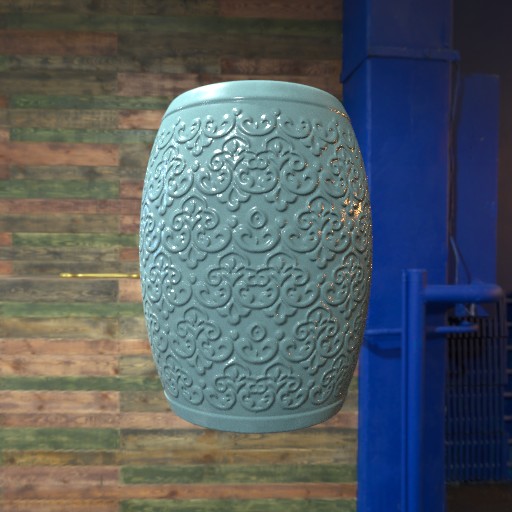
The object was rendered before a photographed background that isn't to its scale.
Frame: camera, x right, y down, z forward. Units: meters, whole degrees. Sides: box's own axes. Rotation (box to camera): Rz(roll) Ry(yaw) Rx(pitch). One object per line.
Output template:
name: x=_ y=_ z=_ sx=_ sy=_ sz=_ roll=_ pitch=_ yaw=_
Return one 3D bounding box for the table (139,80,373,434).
table: x=0.000 y=0.000 z=0.607 sx=0.309 sy=0.397 sz=0.309 roll=0 pitch=1 yaw=0
